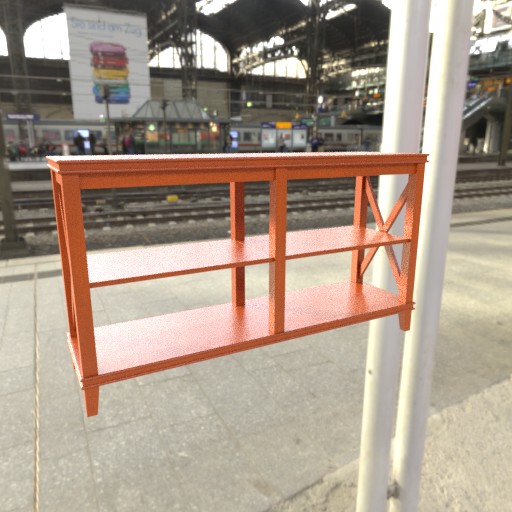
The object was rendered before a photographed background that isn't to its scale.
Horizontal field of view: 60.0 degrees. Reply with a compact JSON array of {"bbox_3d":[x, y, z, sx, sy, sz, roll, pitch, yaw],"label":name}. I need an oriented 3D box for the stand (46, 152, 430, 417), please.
[{"bbox_3d":[0.000,0.000,1.711,1.372,0.762,0.381,-8,16,-27],"label":"stand"}]
